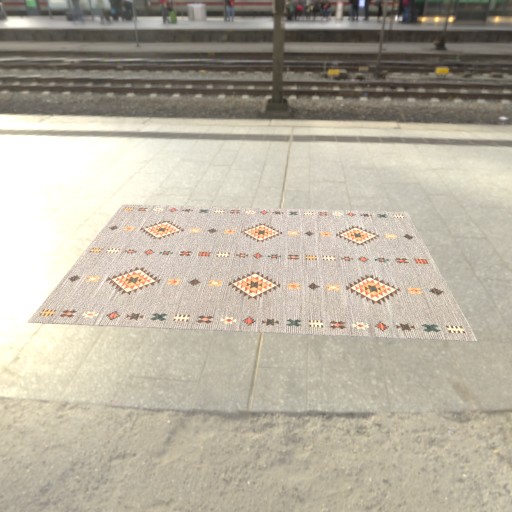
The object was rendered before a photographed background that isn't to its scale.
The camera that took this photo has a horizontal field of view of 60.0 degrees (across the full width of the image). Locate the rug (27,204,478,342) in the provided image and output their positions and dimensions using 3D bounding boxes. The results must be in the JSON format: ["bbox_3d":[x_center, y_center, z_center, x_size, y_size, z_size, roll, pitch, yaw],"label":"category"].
[{"bbox_3d":[0.000,0.000,2.305,1.818,0.005,1.217,2,30,3],"label":"rug"}]
